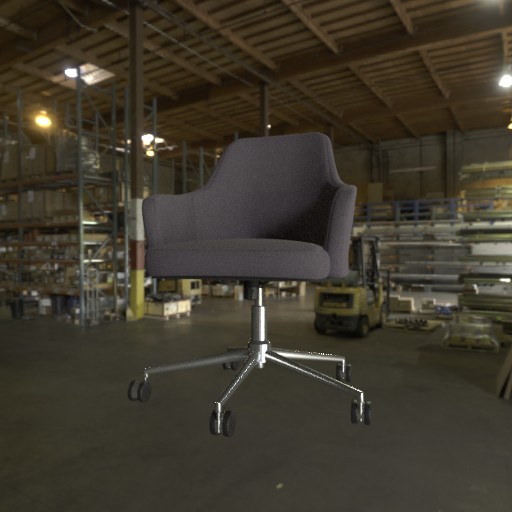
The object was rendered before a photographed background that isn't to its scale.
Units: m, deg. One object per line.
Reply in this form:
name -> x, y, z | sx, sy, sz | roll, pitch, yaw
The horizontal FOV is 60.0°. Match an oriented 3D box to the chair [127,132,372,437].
chair -> 0.000, 0.000, 1.272 | 0.655, 0.820, 0.600 | 0, 0, 19
